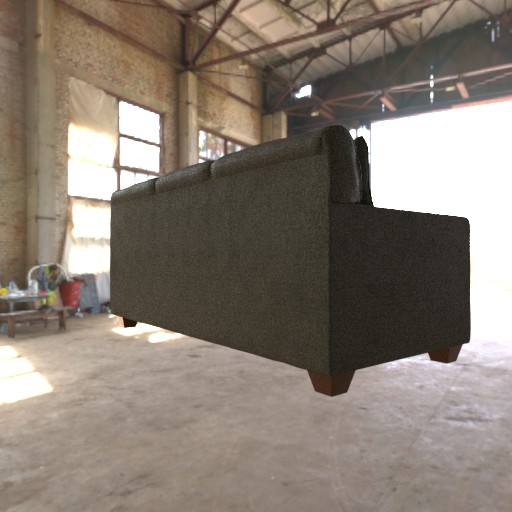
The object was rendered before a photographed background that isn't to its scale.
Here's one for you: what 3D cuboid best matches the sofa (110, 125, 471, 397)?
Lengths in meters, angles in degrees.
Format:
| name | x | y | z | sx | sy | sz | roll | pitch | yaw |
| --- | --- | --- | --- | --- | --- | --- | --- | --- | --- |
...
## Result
| name | x | y | z | sx | sy | sz | roll | pitch | yaw |
| --- | --- | --- | --- | --- | --- | --- | --- | --- | --- |
| sofa | 0.000 | 0.000 | 2.520 | 0.997 | 0.958 | 2.024 | 0 | 0 | -38 |
